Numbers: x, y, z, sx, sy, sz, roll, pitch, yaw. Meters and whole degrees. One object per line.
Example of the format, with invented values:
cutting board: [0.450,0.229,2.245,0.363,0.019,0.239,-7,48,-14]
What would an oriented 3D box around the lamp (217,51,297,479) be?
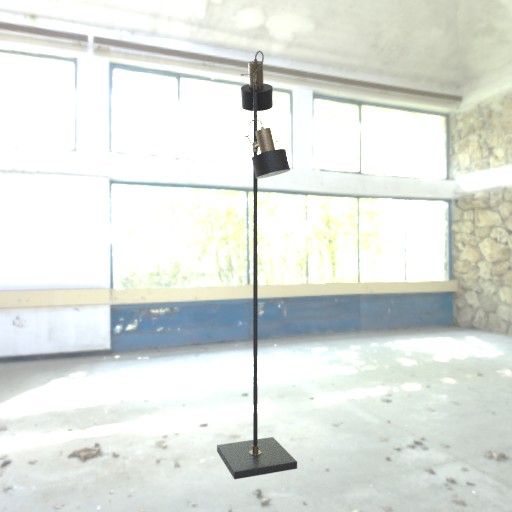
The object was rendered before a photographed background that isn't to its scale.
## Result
lamp: [0.000,0.000,1.637,0.233,1.505,0.315,0,-1,-20]
